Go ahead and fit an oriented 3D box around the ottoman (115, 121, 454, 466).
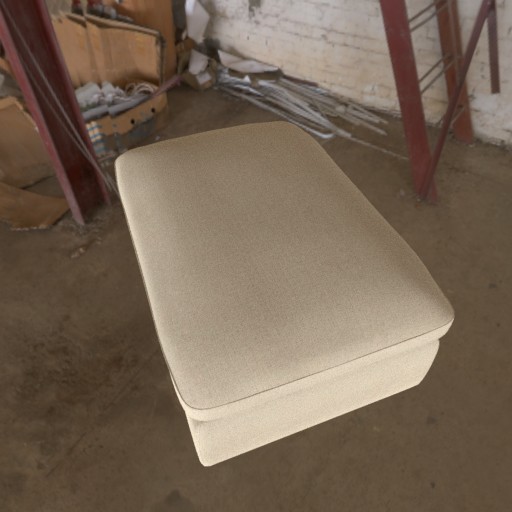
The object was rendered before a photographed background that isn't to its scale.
[{"bbox_3d":[0.000,0.000,1.361,0.686,0.453,0.984,-15,48,-14],"label":"ottoman"}]
